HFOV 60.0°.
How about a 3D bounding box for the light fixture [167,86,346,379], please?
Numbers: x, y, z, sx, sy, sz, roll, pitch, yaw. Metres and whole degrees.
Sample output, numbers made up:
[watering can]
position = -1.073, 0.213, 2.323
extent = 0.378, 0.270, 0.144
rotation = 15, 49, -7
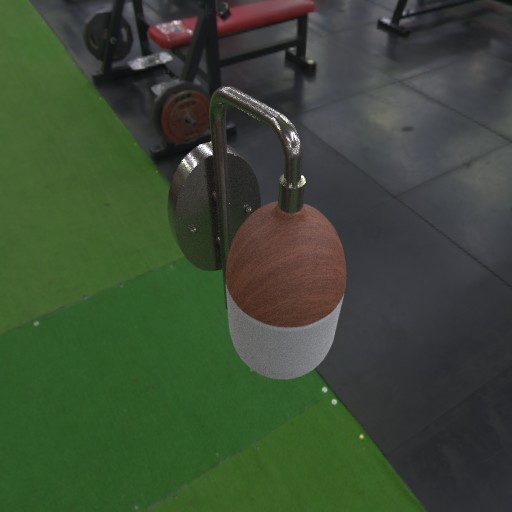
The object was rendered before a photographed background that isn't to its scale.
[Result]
[light fixture]
position = 0.000, 0.000, 0.446
extent = 0.108, 0.343, 0.216
rotation = -22, 51, -19
